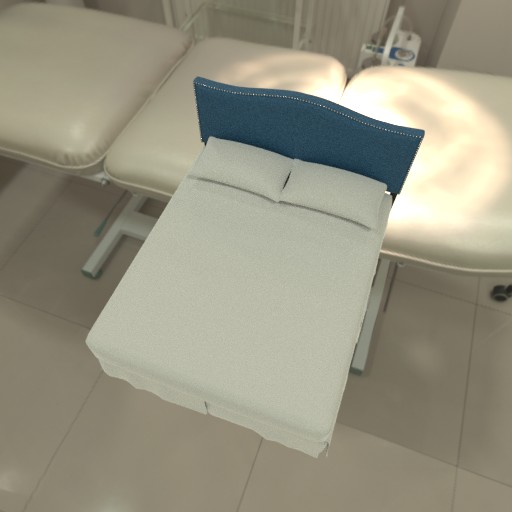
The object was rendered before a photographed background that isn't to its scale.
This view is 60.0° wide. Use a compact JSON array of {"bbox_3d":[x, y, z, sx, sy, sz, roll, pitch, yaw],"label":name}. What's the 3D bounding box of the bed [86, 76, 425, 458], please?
[{"bbox_3d":[0.000,0.000,2.878,1.610,1.169,1.872,17,59,11],"label":"bed"}]
